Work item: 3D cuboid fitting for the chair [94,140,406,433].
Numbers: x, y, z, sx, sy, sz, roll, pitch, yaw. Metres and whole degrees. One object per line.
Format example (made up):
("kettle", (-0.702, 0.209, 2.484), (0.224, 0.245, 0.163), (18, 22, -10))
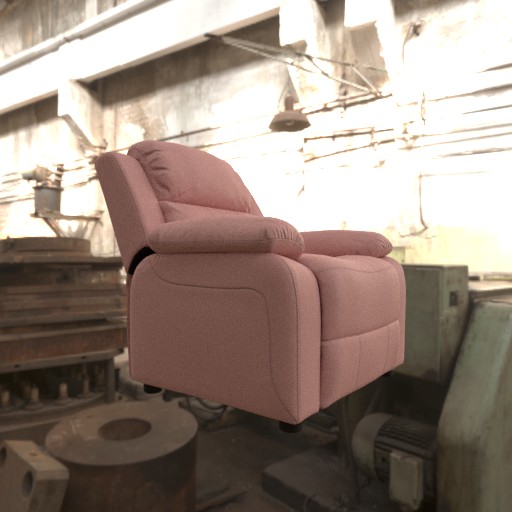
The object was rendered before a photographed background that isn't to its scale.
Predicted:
("chair", (0.000, 0.000, 1.260), (0.709, 0.702, 0.680), (-1, -1, 36))
